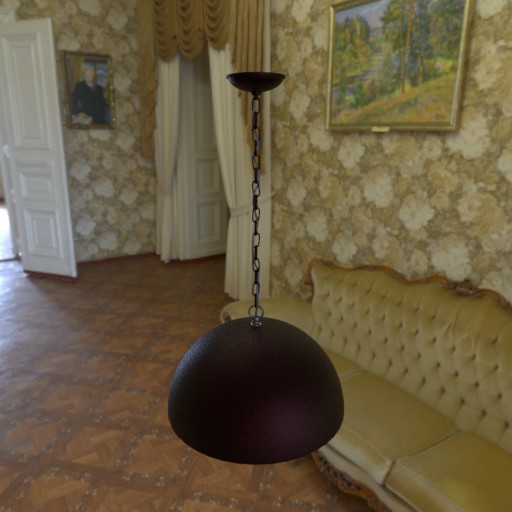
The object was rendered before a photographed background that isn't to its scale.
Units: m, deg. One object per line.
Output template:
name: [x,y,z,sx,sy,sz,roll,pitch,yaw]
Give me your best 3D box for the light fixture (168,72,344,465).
light fixture: [0.000,0.000,1.147,0.492,0.869,0.492,2,15,9]
